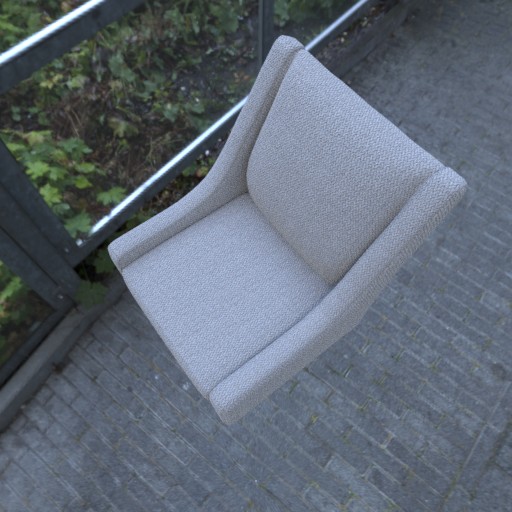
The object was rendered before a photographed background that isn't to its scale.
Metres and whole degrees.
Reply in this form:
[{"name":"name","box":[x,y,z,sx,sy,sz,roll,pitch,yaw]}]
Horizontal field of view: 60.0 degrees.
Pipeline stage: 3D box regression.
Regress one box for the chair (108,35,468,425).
[{"name":"chair","box":[0.000,0.000,1.610,0.870,1.014,0.774,-34,68,-16]}]
